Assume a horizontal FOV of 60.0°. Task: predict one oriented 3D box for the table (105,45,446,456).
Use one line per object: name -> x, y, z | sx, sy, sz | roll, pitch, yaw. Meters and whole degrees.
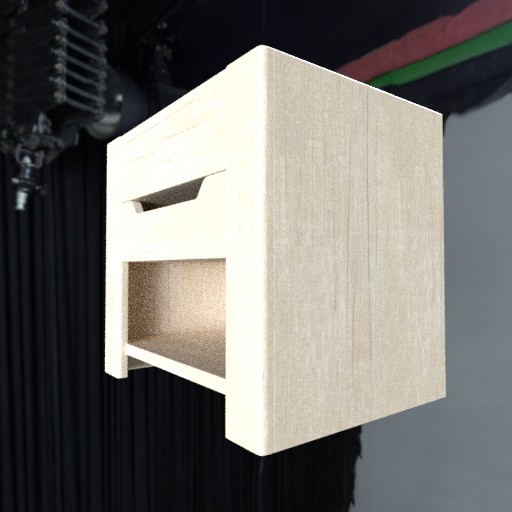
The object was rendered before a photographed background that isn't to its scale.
table -> 0.000, 0.000, 0.898 | 0.420, 0.510, 0.570 | 1, -2, -37
